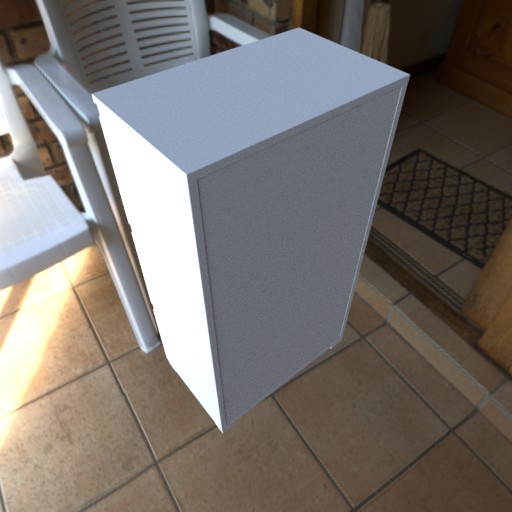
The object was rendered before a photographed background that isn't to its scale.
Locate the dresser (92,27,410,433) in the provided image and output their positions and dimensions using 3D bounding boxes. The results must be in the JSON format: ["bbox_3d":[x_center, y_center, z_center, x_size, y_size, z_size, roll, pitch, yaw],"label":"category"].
[{"bbox_3d":[0.000,0.000,1.485,0.650,1.190,0.400,-31,54,-26],"label":"dresser"}]
